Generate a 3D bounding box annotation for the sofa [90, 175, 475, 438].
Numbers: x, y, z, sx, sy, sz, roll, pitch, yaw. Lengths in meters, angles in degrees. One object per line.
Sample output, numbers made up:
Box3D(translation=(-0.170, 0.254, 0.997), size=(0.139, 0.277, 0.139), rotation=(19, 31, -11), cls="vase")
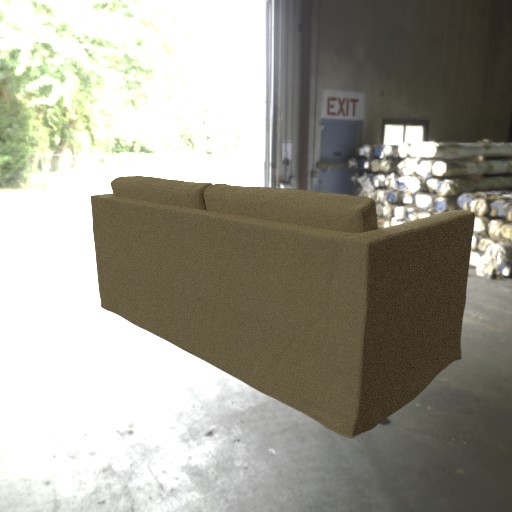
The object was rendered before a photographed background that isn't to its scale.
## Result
Box3D(translation=(0.000, 0.000, 2.417), size=(1.959, 0.835, 0.962), rotation=(14, 19, 43), cls="sofa")
